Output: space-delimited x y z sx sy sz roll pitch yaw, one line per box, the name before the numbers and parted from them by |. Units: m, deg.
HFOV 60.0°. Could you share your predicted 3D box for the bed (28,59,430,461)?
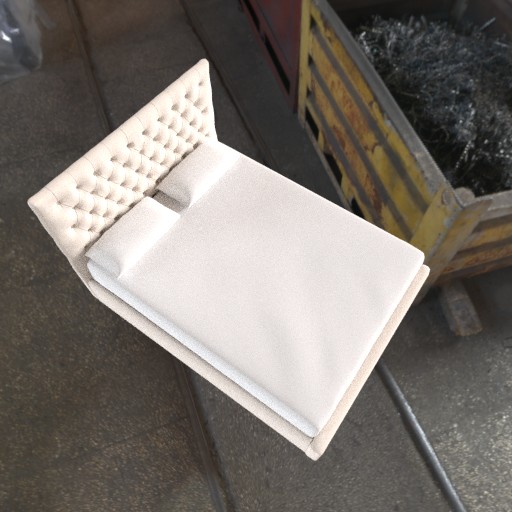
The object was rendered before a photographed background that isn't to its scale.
bed | 0.000 0.000 3.275 2.233 1.426 1.696 32 64 17
